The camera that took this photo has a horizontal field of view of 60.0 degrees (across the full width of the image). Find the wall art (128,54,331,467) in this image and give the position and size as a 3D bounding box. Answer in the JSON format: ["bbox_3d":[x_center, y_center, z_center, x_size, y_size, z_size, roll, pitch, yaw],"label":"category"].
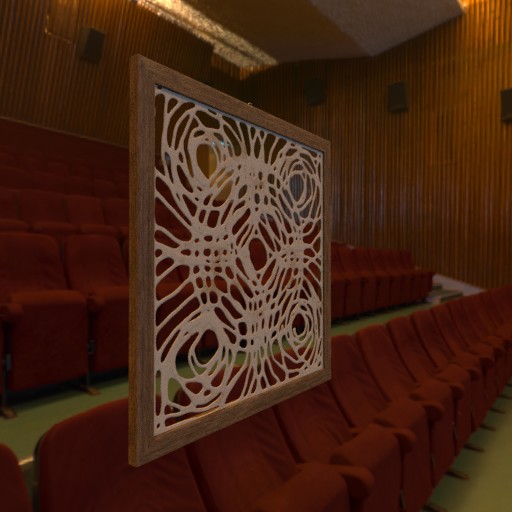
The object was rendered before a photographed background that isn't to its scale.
[{"bbox_3d":[0.000,0.000,0.830,0.021,0.576,0.561,0,-1,37],"label":"wall art"}]
